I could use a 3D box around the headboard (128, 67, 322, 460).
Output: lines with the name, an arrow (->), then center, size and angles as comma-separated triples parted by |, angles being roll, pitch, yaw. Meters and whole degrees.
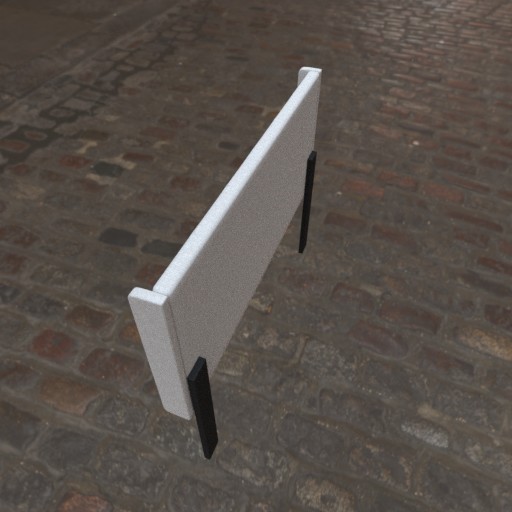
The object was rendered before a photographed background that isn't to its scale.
headboard -> 0.000, 0.000, 2.741 | 0.184, 1.524, 2.051 | 16, 48, 15
